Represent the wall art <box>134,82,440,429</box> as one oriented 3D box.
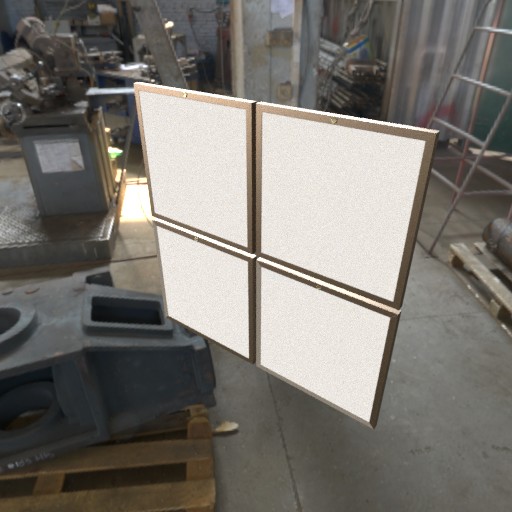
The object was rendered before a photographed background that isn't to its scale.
[{"bbox_3d":[0.000,0.000,1.540,1.032,1.032,0.030,21,37,30],"label":"wall art"}]
